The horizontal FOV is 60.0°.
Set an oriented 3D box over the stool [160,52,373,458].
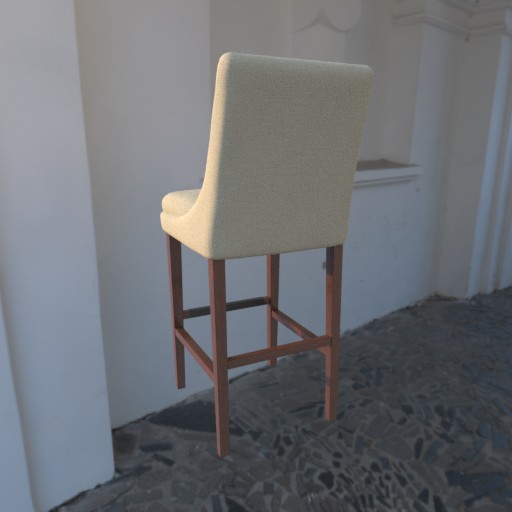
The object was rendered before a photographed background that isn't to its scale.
[{"bbox_3d":[0.000,0.000,1.400,0.470,1.078,0.577,-7,16,-26],"label":"stool"}]
